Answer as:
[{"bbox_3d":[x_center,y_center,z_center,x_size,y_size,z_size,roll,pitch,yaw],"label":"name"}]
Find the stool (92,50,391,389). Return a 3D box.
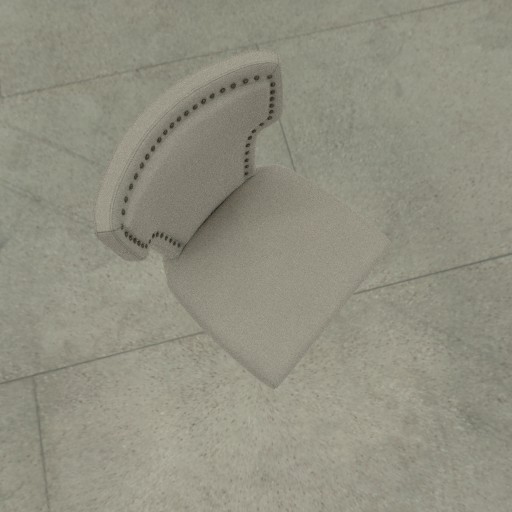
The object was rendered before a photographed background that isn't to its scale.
[{"bbox_3d":[0.000,0.000,1.294,0.563,0.982,0.527,39,78,10],"label":"stool"}]
